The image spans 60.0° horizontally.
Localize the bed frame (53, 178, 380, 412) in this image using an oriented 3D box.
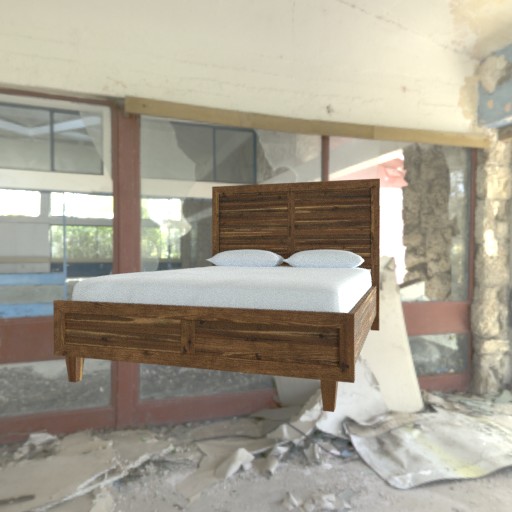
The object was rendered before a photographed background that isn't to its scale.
[{"bbox_3d":[0.000,0.000,3.353,1.696,1.417,2.276,0,1,18],"label":"bed frame"}]
